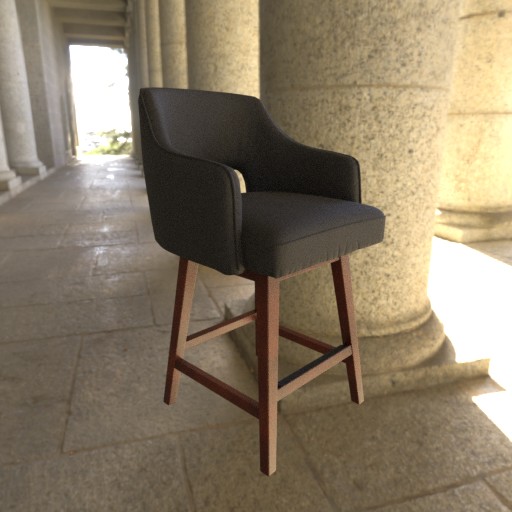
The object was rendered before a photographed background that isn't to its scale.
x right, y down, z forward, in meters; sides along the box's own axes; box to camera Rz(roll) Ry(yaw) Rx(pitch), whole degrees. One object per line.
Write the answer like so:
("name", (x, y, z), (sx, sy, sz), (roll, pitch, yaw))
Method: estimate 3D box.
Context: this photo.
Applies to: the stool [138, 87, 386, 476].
("stool", (0.000, 0.000, 1.250), (0.558, 0.912, 0.548), (15, 22, 42))
